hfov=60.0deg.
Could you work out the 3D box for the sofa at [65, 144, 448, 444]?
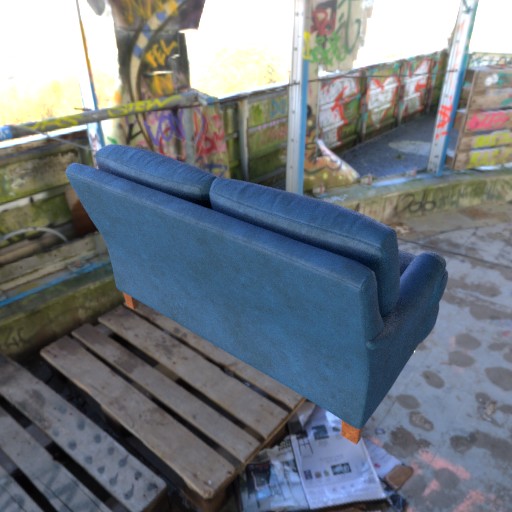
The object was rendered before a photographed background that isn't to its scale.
[{"bbox_3d":[0.000,0.000,2.472,1.853,1.101,1.084,22,37,33],"label":"sofa"}]
